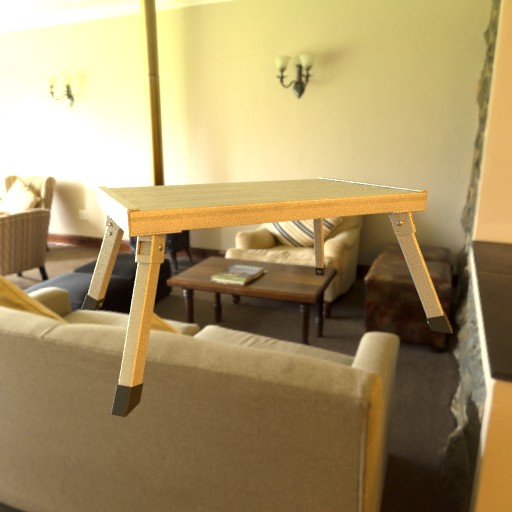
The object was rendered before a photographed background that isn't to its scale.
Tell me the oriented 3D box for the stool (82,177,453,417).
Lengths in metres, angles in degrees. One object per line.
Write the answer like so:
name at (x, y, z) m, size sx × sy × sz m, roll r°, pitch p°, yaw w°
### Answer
stool at (0.000, 0.000, 0.739) m, size 0.535 × 0.225 × 0.385 m, roll -7°, pitch 16°, yaw -25°
